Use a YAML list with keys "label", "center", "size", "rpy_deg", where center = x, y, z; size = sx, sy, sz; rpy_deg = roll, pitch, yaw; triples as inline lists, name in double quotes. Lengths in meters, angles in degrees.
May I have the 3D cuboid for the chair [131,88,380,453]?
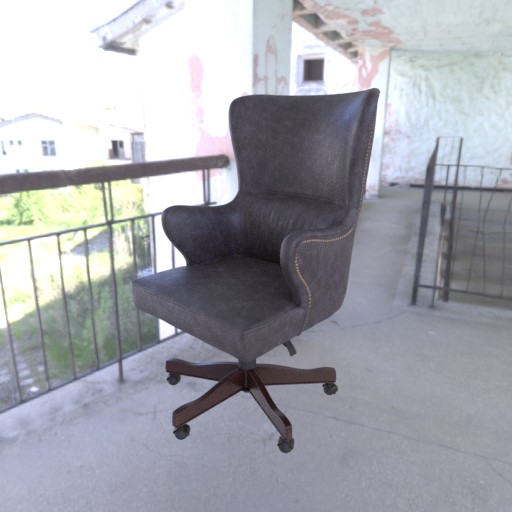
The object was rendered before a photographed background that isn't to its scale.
- label: "chair"
  center: [0.000, 0.000, 1.453]
  size: [0.594, 1.037, 0.717]
  rpy_deg: [15, 23, 41]
